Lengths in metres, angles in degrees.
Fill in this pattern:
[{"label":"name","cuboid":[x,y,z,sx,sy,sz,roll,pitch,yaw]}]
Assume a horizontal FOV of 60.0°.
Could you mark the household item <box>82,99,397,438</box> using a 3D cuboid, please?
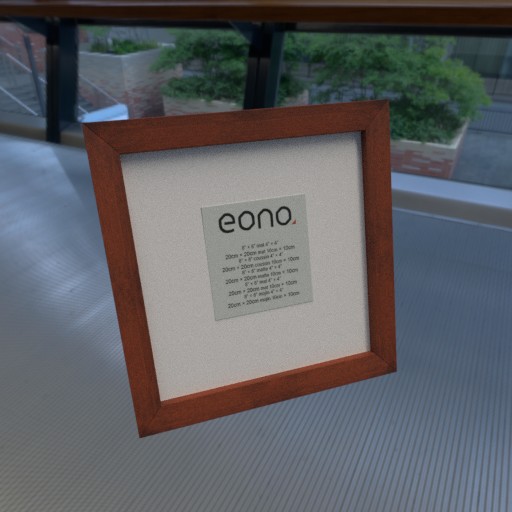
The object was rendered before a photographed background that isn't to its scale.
[{"label":"household item","cuboid":[0.000,0.000,0.384,0.240,0.240,0.131,-9,33,-15]}]
